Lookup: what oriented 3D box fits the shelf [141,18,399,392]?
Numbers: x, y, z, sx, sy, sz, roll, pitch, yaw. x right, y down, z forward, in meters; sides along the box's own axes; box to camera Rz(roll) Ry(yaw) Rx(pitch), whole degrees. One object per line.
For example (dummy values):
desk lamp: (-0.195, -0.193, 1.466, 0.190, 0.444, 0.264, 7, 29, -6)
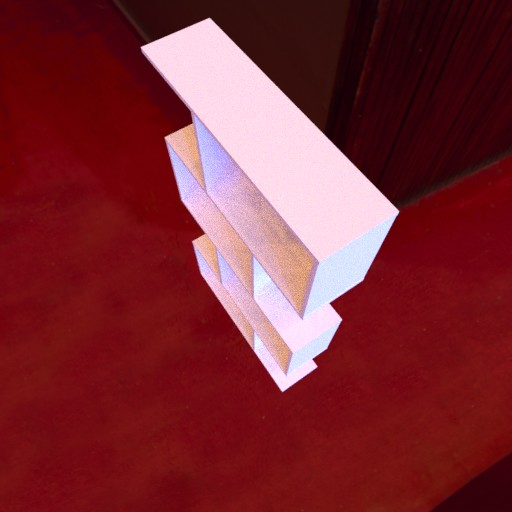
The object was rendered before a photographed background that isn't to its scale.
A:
shelf: (0.000, 0.000, 1.959, 0.250, 1.650, 0.890, -31, 67, -15)
